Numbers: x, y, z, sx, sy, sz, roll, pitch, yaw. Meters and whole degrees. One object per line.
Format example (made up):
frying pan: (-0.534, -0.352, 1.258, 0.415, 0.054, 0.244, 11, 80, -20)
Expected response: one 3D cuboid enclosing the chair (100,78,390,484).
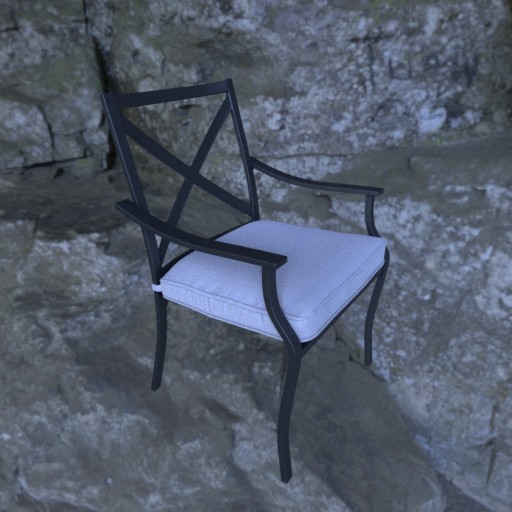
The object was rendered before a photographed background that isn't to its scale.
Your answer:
chair: (0.000, 0.000, 1.267, 0.620, 0.889, 0.575, 17, 31, 31)
